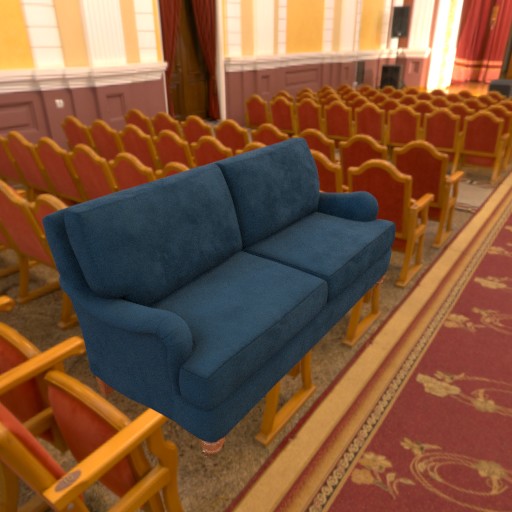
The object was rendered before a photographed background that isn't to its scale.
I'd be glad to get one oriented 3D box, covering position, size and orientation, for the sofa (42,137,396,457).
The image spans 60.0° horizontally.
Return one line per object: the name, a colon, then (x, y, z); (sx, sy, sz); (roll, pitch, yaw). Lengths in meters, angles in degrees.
sofa: (0.000, 0.000, 2.776); (1.084, 1.101, 2.141); (18, 31, 32)
